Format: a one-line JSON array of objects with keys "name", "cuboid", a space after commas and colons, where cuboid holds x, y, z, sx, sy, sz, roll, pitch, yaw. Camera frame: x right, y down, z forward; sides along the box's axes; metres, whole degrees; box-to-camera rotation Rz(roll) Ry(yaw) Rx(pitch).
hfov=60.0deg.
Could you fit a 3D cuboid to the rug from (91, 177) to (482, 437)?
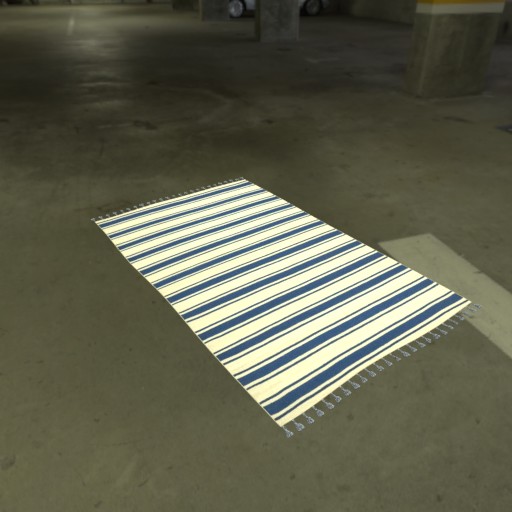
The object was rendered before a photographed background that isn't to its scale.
[{"name": "rug", "cuboid": [0.000, 0.000, 2.589, 1.248, 0.009, 2.108, -21, 38, -30]}]
